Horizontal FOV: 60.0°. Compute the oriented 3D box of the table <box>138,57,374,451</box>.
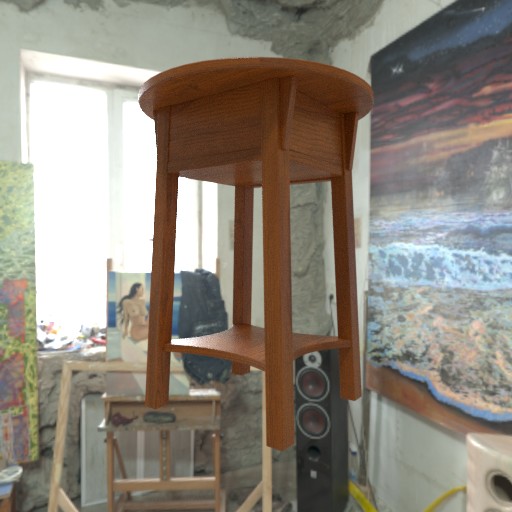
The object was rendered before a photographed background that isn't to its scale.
[{"bbox_3d":[0.000,0.000,0.899,0.457,0.610,0.457,0,2,0],"label":"table"}]
